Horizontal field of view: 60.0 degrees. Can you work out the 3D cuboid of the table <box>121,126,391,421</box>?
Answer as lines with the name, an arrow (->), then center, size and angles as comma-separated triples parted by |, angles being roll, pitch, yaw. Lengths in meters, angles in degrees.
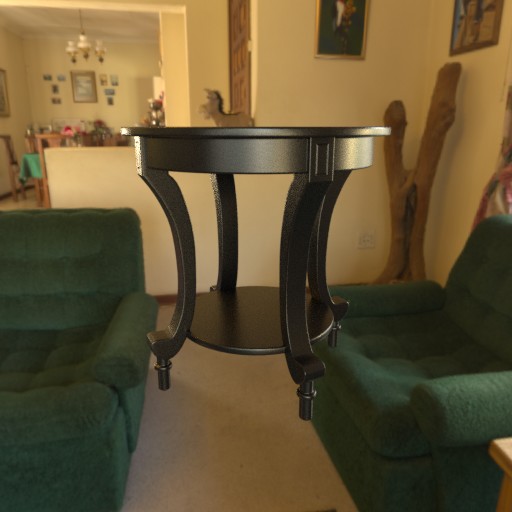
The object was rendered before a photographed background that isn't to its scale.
table -> 0.000, 0.000, 1.104 | 0.597, 0.618, 0.597 | 0, 16, 0
